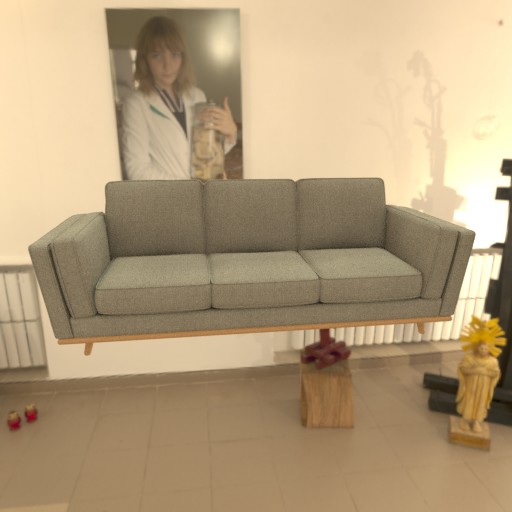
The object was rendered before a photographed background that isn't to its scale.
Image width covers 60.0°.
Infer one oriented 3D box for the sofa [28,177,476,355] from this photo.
[{"bbox_3d":[0.000,0.000,2.769,2.362,0.899,0.903,-2,16,-8],"label":"sofa"}]
